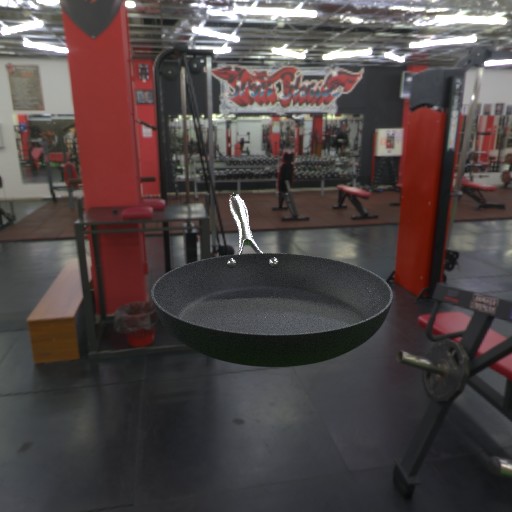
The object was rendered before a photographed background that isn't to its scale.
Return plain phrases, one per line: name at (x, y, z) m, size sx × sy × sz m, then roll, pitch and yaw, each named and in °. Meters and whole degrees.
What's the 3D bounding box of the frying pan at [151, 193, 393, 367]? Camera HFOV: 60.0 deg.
frying pan at (0.000, 0.000, 0.587) m, size 0.255 × 0.105 × 0.472 m, roll -2°, pitch 16°, yaw -8°
